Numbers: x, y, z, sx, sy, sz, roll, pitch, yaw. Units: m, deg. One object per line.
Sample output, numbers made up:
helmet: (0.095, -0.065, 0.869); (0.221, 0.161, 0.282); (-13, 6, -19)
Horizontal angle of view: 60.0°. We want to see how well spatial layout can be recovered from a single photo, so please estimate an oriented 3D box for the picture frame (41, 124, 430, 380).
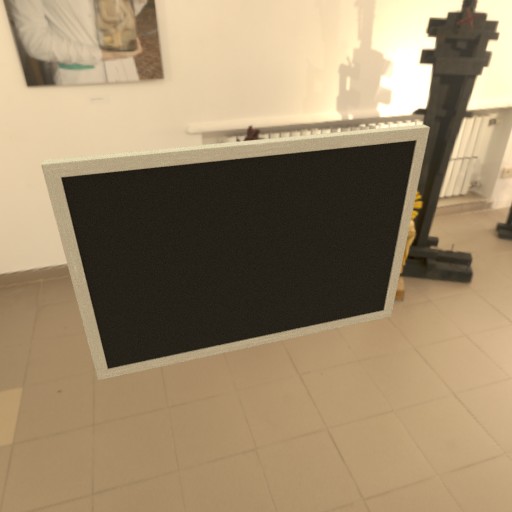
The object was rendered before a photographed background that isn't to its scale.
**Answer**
picture frame: (0.000, 0.000, 1.227); (0.950, 0.640, 0.029); (-9, 33, -15)
